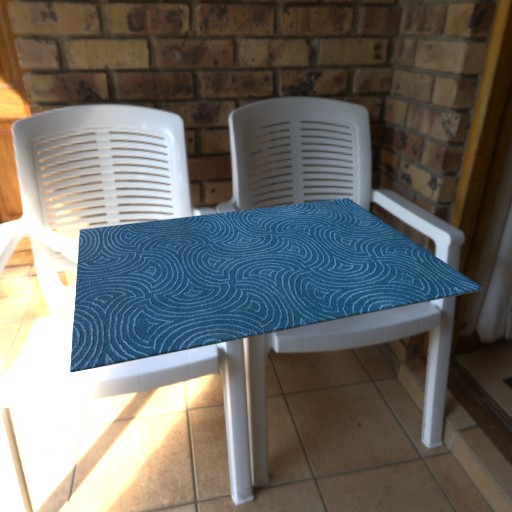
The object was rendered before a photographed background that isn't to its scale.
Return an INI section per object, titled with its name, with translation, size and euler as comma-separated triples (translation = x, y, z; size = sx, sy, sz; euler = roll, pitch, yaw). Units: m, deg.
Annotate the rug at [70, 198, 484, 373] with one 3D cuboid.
[rug]
translation = 0.000, 0.000, 2.803
size = 2.144, 0.015, 1.543
euler = -8, 28, -16
